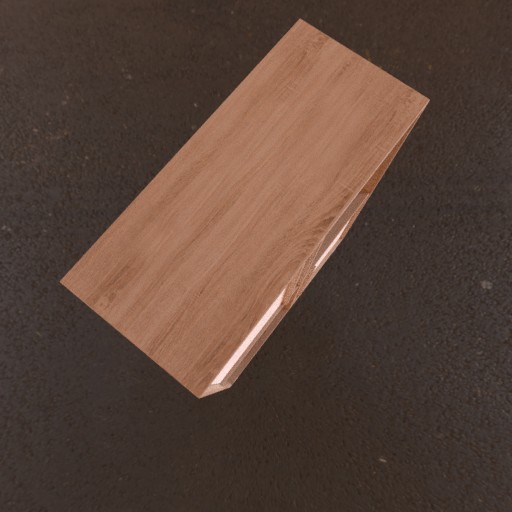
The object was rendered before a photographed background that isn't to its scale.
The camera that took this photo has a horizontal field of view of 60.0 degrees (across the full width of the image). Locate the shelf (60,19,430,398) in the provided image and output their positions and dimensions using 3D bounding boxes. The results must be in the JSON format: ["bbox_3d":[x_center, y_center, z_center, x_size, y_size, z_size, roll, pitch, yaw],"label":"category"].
[{"bbox_3d":[0.000,0.000,1.830,0.450,1.390,1.000,37,78,9],"label":"shelf"}]
